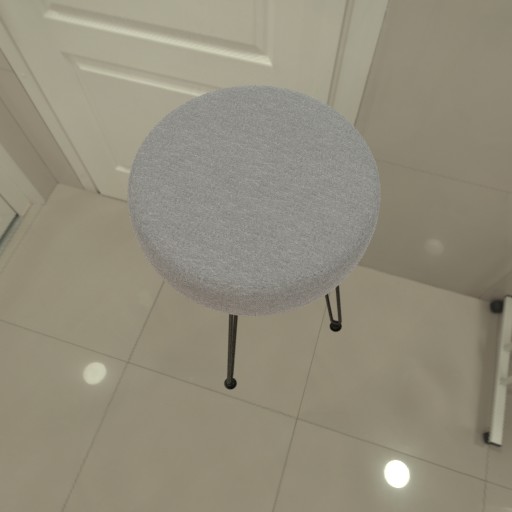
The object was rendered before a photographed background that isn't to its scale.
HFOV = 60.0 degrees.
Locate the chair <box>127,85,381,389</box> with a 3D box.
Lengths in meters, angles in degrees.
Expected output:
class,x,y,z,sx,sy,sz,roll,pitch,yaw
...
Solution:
class,x,y,z,sx,sy,sz,roll,pitch,yaw
chair,0.000,0.000,0.697,0.350,0.440,0.350,16,65,8
